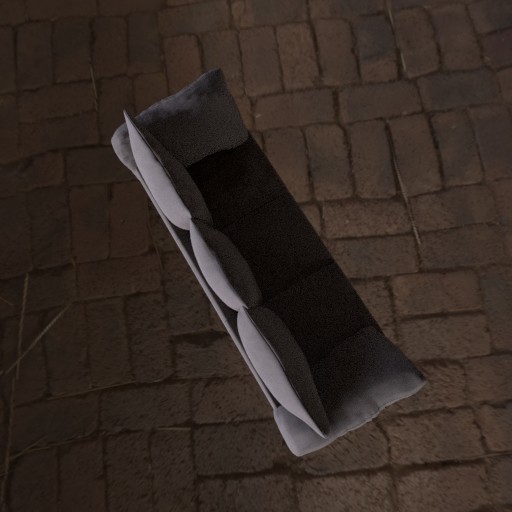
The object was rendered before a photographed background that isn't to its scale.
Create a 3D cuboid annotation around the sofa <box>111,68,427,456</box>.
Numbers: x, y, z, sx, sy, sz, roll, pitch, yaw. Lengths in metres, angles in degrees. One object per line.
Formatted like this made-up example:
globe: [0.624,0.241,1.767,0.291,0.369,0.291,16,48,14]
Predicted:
sofa: [0.000,0.000,2.932,0.893,0.981,2.377,-31,78,-7]
